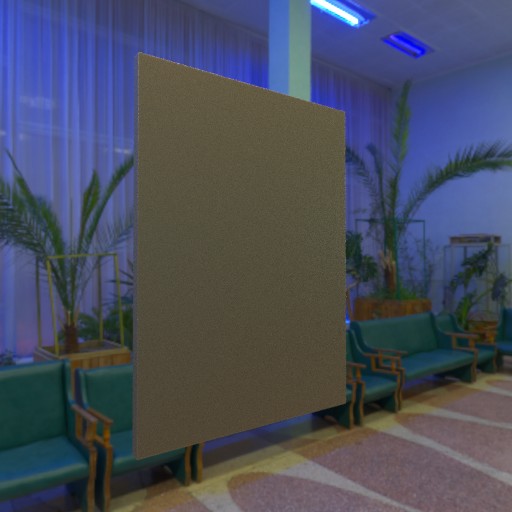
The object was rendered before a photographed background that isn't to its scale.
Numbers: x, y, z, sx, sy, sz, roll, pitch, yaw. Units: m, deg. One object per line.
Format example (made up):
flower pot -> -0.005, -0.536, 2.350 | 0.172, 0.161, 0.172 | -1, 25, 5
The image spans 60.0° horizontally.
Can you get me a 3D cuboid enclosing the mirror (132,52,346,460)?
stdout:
mirror -> 0.000, 0.000, 1.346 | 0.756, 1.023, 0.032 | 1, -1, -36
